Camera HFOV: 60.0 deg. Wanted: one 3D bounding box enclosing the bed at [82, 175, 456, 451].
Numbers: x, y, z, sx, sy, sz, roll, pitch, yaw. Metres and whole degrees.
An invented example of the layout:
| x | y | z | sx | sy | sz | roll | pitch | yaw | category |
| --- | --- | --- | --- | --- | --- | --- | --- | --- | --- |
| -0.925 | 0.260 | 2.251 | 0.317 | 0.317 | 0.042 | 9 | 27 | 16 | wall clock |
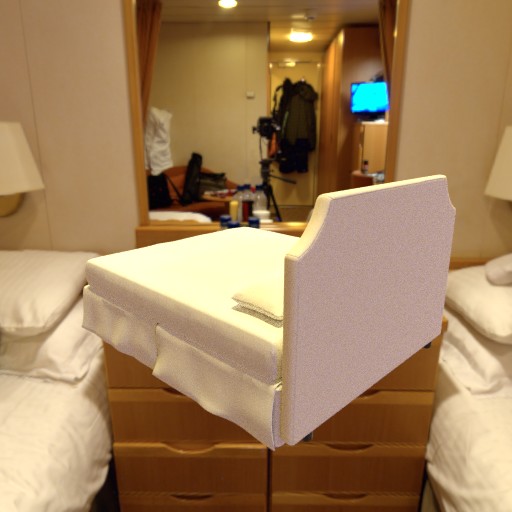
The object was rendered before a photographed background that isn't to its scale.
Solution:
| x | y | z | sx | sy | sz | roll | pitch | yaw | category |
| --- | --- | --- | --- | --- | --- | --- | --- | --- | --- |
| 0.000 | 0.000 | 4.192 | 2.773 | 1.590 | 2.350 | 15 | 22 | 42 | bed |
